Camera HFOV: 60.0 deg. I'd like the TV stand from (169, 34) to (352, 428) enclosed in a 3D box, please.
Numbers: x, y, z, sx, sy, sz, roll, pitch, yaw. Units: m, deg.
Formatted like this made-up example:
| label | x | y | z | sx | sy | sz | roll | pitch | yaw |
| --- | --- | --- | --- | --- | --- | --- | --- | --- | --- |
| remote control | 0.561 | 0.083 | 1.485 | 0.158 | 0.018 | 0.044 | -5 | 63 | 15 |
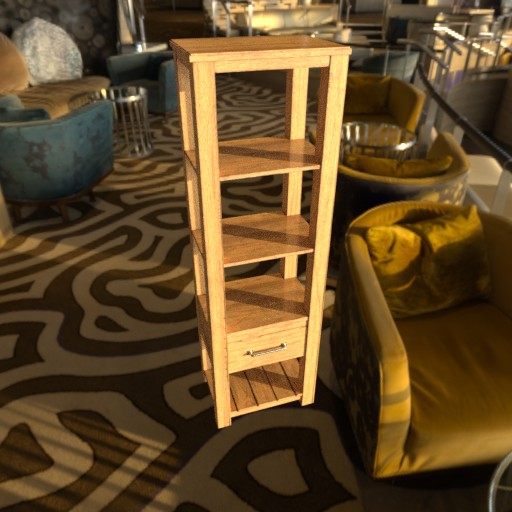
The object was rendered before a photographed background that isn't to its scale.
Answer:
| label | x | y | z | sx | sy | sz | roll | pitch | yaw |
| --- | --- | --- | --- | --- | --- | --- | --- | --- | --- |
| TV stand | 0.000 | 0.000 | 2.098 | 0.565 | 1.828 | 0.435 | -10 | 33 | -15 |
